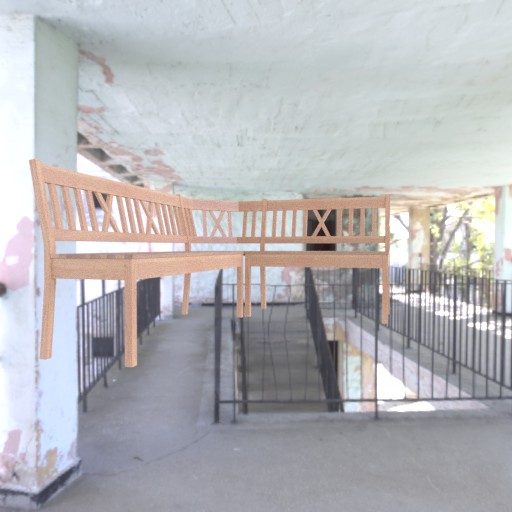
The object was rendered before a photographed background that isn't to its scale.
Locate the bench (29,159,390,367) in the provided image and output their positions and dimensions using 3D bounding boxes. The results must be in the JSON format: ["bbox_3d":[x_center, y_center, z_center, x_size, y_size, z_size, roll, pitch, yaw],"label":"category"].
[{"bbox_3d":[0.000,0.000,2.700,1.537,0.902,1.937,0,1,18],"label":"bench"}]
